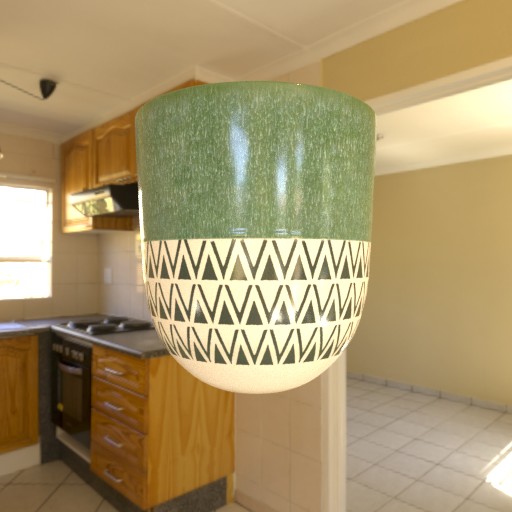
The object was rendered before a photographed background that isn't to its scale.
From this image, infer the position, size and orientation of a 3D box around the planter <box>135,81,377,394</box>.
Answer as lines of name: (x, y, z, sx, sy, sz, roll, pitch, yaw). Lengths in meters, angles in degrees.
planter: (0.000, 0.000, 0.368, 0.195, 0.214, 0.195, 0, -1, 0)
